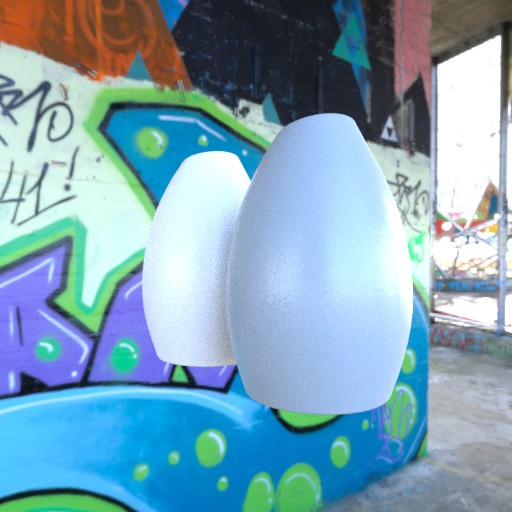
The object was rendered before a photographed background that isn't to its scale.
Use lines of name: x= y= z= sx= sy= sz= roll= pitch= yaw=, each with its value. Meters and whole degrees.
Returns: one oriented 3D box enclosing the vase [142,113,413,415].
vase: x=0.000 y=0.000 z=0.257 sx=0.089 sy=0.131 sz=0.187 roll=0 pitch=1 yaw=-38
